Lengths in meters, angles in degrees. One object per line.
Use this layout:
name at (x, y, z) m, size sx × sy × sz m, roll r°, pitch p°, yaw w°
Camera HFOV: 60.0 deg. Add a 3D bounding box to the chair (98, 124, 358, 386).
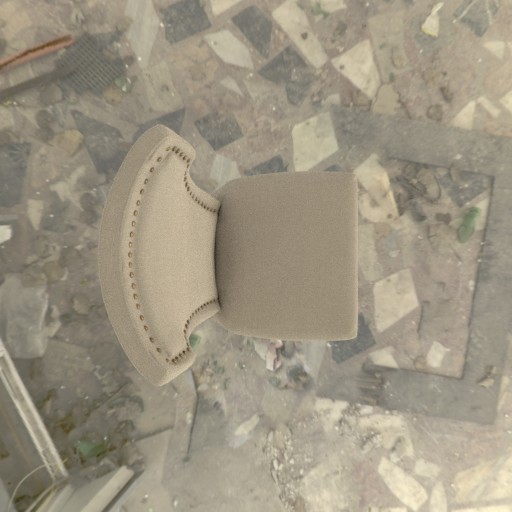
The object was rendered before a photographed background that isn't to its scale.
chair at (0.000, 0.000, 1.318) m, size 0.630 × 0.950 × 0.526 m, roll 0°, pitch 90°, yaw -1°
